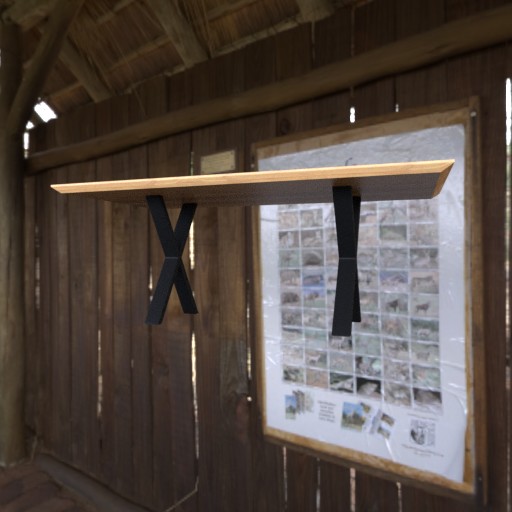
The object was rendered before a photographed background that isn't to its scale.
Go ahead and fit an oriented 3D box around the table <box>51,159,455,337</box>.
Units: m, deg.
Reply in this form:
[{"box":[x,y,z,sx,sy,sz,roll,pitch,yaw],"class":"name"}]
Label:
[{"box":[0.000,0.000,2.540,2.000,0.770,1.000,0,0,19],"class":"table"}]
